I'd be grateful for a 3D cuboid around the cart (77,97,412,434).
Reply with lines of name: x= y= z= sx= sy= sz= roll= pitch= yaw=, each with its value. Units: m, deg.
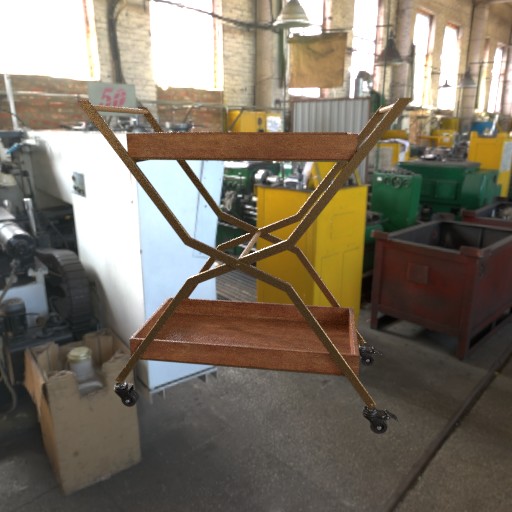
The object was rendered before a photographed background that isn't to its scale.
cart: x=0.000 y=0.000 z=1.331 sx=0.836 sy=0.869 sz=0.405 roll=3 pitch=16 yaw=9
